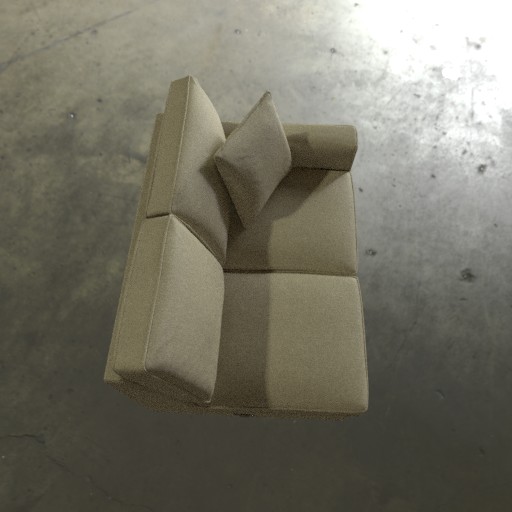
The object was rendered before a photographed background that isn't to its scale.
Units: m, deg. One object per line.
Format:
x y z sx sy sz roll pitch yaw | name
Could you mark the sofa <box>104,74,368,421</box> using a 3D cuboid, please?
0.000 0.000 2.088 0.991 0.989 1.388 3 63 1 | sofa
